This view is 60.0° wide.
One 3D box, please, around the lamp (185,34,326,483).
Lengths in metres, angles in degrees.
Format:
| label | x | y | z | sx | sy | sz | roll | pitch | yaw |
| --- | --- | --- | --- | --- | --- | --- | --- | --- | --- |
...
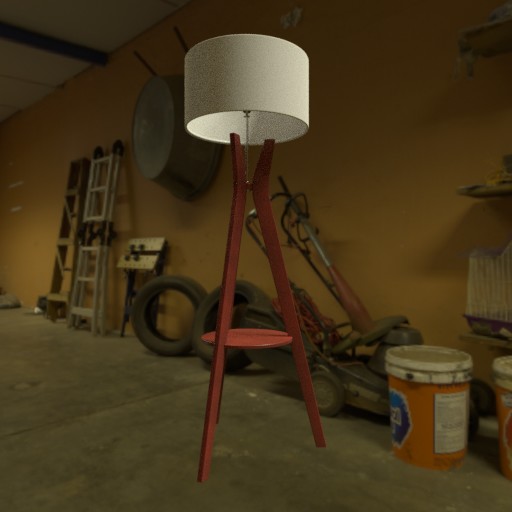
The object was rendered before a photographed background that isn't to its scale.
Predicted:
| label | x | y | z | sx | sy | sz | roll | pitch | yaw |
| --- | --- | --- | --- | --- | --- | --- | --- | --- | --- |
| lamp | 0.000 | 0.000 | 1.707 | 0.542 | 1.472 | 0.539 | 0 | 0 | -1 |
